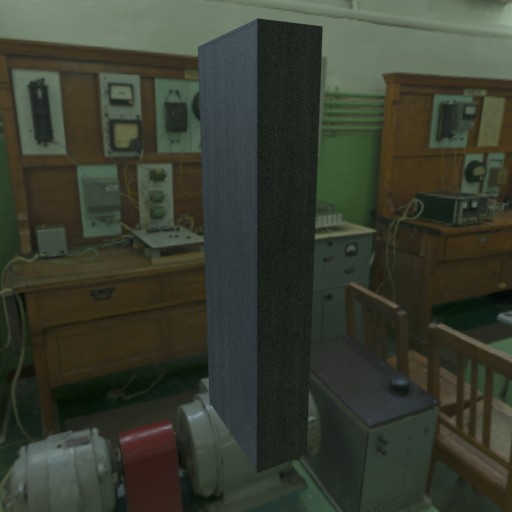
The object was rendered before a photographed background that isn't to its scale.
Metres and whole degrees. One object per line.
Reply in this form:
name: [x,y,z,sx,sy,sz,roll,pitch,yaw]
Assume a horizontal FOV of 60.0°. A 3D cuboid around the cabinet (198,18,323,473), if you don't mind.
cabinet: [0.000,0.000,1.815,0.255,1.630,0.520,-8,18,-26]
